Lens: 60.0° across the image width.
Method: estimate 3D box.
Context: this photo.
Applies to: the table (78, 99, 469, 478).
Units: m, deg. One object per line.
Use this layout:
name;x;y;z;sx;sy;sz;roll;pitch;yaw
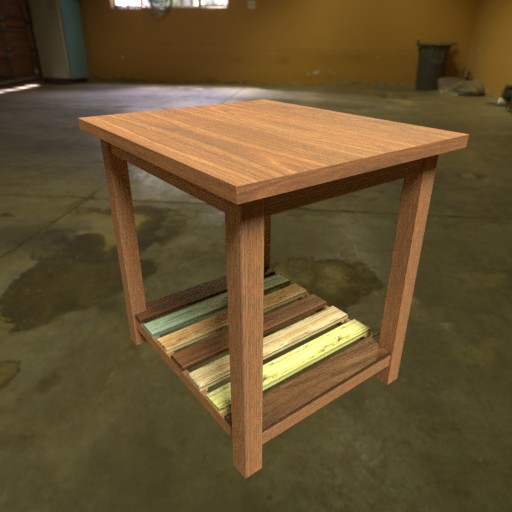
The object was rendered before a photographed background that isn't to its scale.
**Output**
table;0.000;0.000;1.106;0.559;0.635;0.660;-19;32;-32
